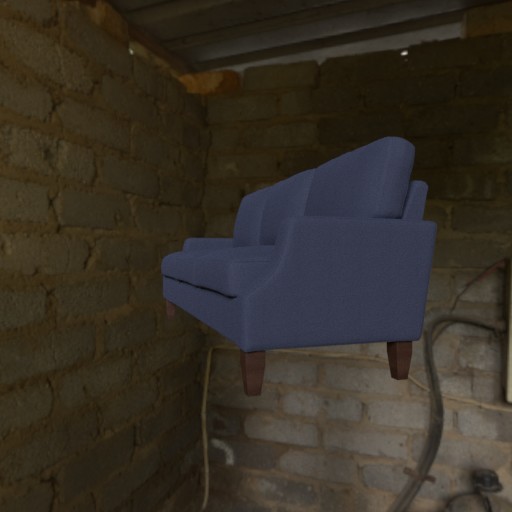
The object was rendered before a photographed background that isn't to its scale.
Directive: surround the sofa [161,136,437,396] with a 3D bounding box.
[{"bbox_3d":[0.000,0.000,2.634,0.888,0.984,2.115,0,0,-19],"label":"sofa"}]
